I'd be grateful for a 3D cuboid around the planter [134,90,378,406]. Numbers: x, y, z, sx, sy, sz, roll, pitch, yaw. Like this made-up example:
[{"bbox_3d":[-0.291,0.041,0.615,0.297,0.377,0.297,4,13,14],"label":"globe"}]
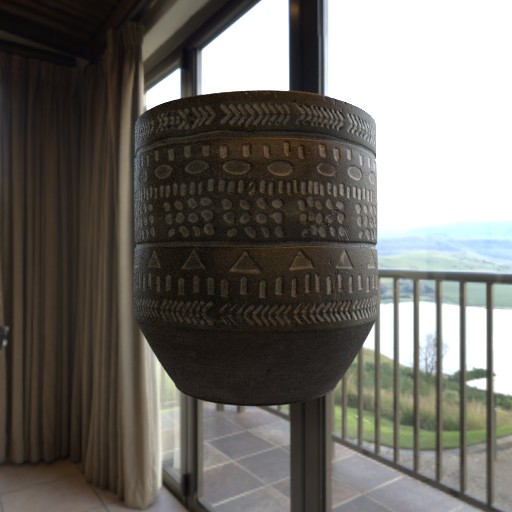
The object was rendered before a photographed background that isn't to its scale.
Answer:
[{"bbox_3d":[0.000,0.000,0.267,0.142,0.149,0.142,0,0,0],"label":"planter"}]
